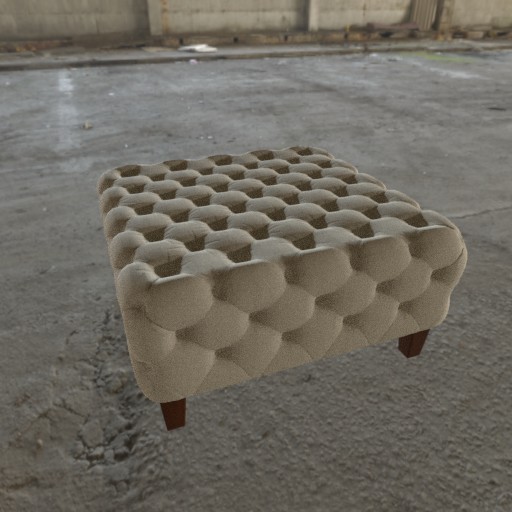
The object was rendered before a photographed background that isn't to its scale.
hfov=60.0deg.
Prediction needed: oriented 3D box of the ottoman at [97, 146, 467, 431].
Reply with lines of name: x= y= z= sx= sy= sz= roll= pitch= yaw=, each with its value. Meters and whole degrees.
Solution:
ottoman: x=0.000 y=0.000 z=1.215 sx=0.753 sy=0.376 sz=0.755 roll=-11 pitch=31 yaw=-18
